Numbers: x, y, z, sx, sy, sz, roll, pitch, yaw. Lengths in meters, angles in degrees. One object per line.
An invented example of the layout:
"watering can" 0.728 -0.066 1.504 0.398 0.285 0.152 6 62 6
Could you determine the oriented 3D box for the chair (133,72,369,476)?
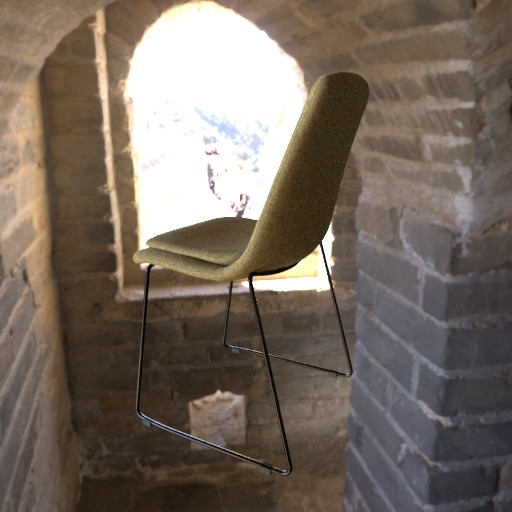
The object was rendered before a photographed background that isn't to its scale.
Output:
"chair" 0.000 0.000 1.145 0.496 0.849 0.479 8 17 27
